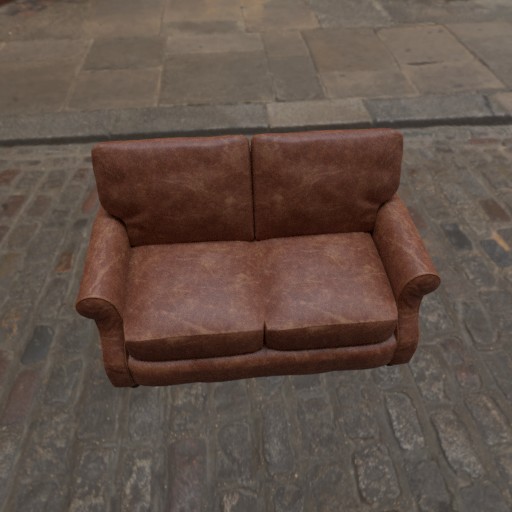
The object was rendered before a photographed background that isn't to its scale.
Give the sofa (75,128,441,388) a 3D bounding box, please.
[{"bbox_3d":[0.000,0.000,2.226,1.616,0.967,0.990,-4,46,-4],"label":"sofa"}]
